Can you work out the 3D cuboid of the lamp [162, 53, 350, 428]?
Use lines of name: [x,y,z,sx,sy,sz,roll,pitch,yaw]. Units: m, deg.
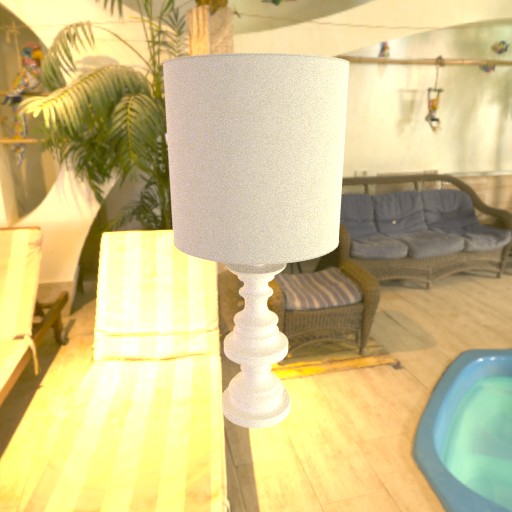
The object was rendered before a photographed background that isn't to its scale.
lamp: [0.000,0.000,0.573,0.208,0.455,0.208,-3,18,-8]
